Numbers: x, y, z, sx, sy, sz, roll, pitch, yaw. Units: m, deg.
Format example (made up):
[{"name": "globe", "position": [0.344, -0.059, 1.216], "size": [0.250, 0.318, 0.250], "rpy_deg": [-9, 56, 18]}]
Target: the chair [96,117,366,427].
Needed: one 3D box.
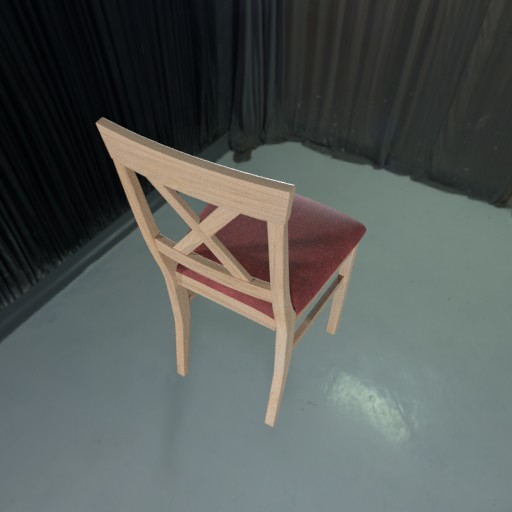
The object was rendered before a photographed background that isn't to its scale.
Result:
[{"name": "chair", "position": [0.000, 0.000, 1.159], "size": [0.439, 0.912, 0.492], "rpy_deg": [23, 52, 20]}]
